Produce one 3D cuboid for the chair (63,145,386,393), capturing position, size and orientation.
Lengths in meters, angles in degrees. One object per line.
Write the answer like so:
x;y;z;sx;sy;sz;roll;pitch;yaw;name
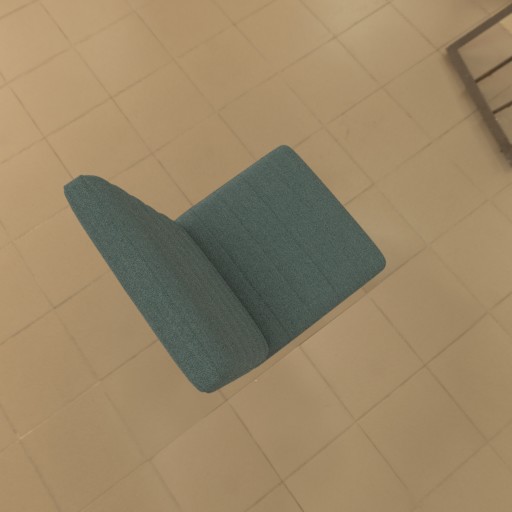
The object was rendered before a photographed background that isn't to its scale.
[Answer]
0.000;0.000;1.322;0.634;0.930;0.520;-36;77;-9;chair
